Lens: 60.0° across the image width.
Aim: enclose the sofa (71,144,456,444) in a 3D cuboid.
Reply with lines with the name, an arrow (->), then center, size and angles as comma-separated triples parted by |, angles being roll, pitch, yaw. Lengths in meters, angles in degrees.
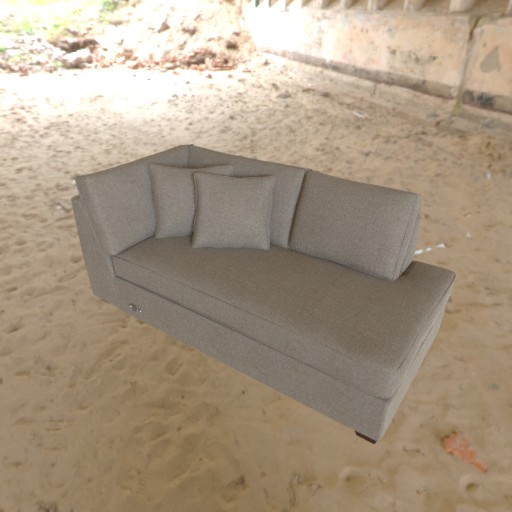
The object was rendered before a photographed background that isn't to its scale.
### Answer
sofa -> 0.000, 0.000, 2.841 | 2.238, 1.019, 1.110 | 19, 35, 30
